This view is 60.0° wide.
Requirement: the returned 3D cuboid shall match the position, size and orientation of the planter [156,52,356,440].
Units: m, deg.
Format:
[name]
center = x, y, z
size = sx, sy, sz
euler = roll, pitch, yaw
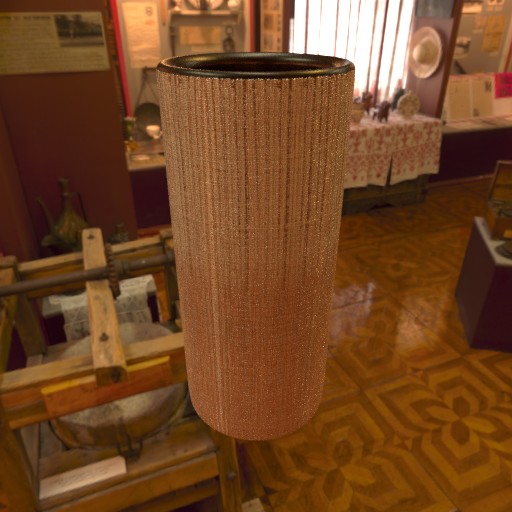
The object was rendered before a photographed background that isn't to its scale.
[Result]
[planter]
center = 0.000, 0.000, 0.280
size = 0.100, 0.227, 0.100
euler = -10, 31, -17
